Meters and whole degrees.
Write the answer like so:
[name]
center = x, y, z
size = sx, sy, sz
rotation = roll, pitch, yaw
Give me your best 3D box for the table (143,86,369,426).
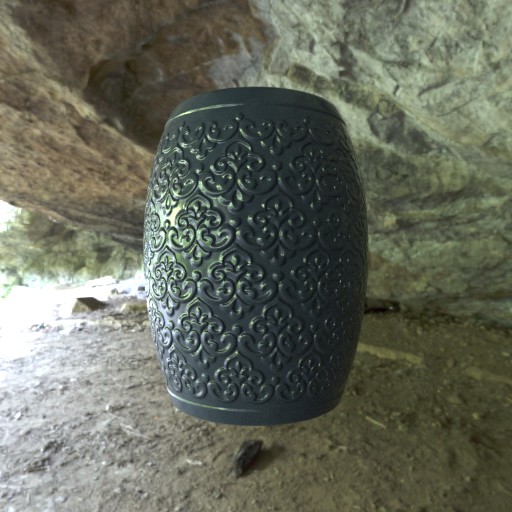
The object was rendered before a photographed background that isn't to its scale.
[table]
center = 0.000, 0.000, 0.627
size = 0.309, 0.397, 0.309
rotation = 0, 0, 0
